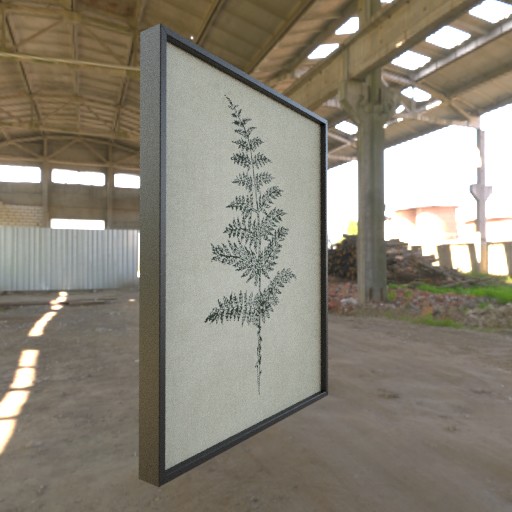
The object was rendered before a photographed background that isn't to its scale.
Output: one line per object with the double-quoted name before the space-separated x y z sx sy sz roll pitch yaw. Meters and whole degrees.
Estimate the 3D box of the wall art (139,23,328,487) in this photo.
"wall art" 0.000 0.000 0.723 0.039 0.555 0.449 -1 -1 35
